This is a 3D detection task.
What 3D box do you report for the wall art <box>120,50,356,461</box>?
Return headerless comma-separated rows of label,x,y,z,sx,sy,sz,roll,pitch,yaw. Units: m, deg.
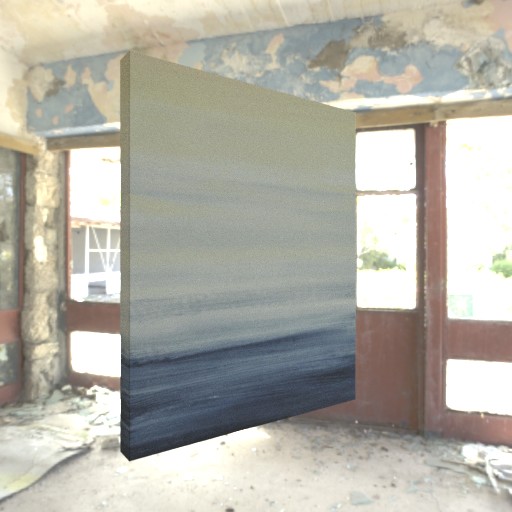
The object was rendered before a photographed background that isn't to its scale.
wall art,0.000,0.000,0.814,0.489,0.608,0.040,0,0,-35
